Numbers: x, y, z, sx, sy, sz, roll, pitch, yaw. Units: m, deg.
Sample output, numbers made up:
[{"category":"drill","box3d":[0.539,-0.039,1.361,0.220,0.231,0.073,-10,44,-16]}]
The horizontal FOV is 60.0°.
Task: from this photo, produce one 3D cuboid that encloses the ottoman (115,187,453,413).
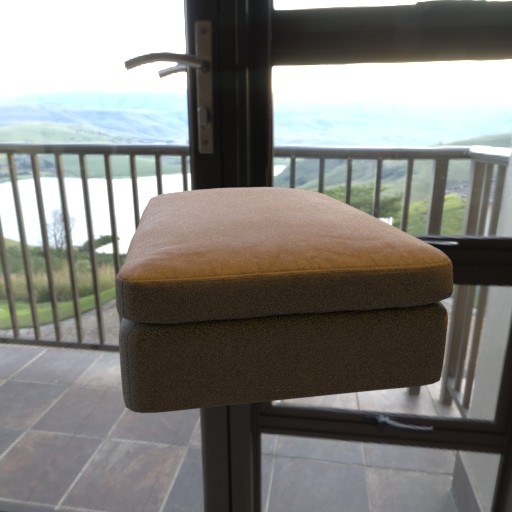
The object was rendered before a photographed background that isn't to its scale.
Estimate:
[{"category":"ottoman","box3d":[0.000,0.000,1.601,0.840,0.429,1.199,-3,16,-9]}]
